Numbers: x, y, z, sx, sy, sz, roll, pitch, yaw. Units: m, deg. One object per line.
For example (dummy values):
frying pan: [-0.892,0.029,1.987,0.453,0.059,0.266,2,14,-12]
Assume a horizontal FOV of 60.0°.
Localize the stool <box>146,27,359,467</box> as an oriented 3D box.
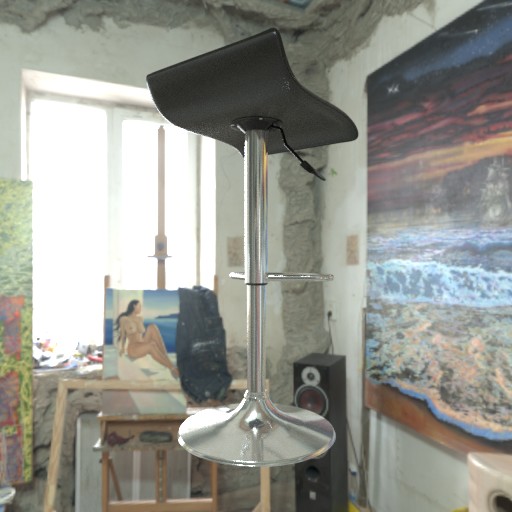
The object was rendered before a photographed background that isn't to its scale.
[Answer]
stool: [0.000,0.000,1.082,0.381,0.851,0.381,0,-1,36]
